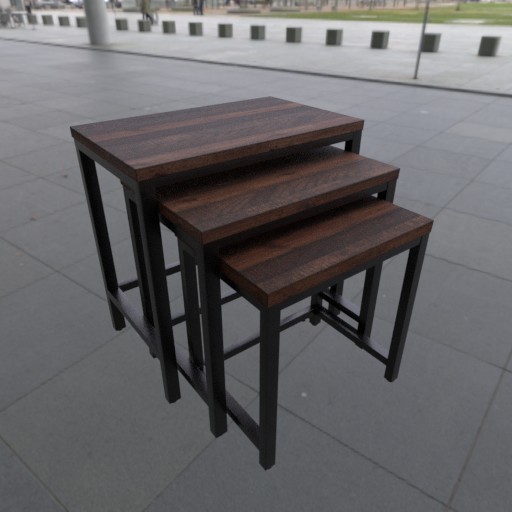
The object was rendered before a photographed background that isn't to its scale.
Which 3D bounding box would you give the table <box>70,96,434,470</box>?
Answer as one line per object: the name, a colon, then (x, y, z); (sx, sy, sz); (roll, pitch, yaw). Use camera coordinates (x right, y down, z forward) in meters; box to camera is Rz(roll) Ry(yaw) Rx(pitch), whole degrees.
table: (0.000, 0.000, 1.134); (0.608, 0.616, 0.660); (-21, 36, -31)
